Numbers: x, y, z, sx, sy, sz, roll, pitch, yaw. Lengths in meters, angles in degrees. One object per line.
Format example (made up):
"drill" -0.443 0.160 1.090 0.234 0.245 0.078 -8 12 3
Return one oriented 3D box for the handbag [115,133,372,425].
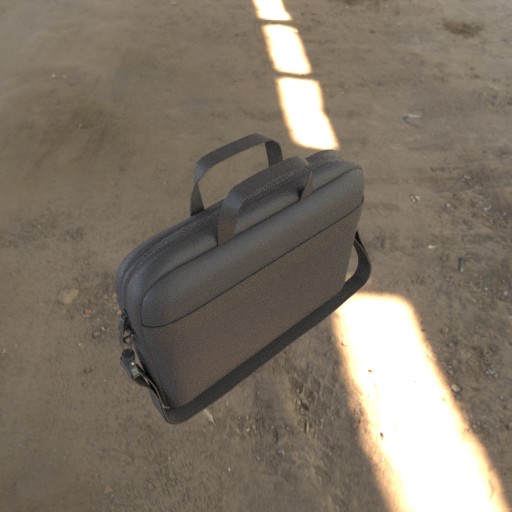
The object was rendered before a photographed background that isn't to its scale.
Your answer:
"handbag" 0.000 0.000 0.600 0.429 0.330 0.126 -31 54 -26
